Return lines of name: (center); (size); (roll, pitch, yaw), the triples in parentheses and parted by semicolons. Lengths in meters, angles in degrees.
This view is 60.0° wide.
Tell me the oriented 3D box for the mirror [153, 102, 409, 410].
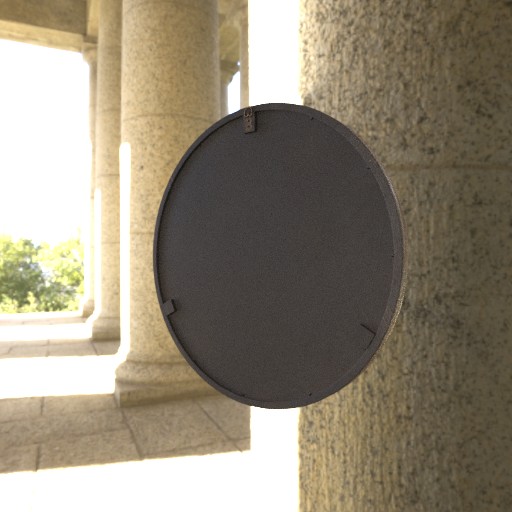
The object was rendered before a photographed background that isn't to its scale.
mirror: (0.000, 0.000, 1.057); (0.710, 0.710, 0.038); (0, 0, 37)
